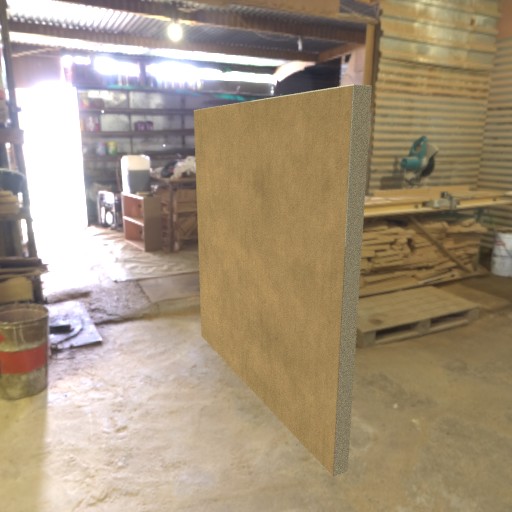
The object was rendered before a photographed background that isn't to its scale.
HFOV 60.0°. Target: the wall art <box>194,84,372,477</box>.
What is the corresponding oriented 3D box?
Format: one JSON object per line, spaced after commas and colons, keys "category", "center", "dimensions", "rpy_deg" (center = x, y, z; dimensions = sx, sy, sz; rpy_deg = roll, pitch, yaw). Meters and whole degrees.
{"category": "wall art", "center": [0.000, 0.000, 0.687], "dimensions": [0.023, 0.453, 0.455], "rpy_deg": [-8, 17, -26]}
